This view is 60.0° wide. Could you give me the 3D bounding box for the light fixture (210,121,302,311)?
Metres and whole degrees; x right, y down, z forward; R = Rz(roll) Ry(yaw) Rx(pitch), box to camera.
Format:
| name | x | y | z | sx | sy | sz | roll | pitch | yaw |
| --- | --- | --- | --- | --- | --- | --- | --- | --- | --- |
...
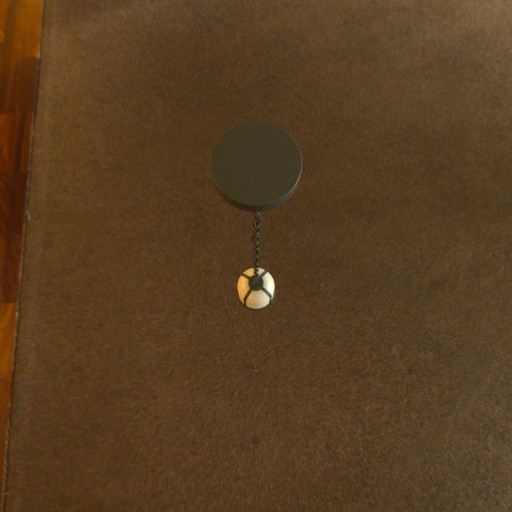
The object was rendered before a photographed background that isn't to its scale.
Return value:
| name | x | y | z | sx | sy | sz | roll | pitch | yaw |
| --- | --- | --- | --- | --- | --- | --- | --- | --- | --- |
| light fixture | 0.000 | 0.000 | 1.268 | 0.178 | 1.181 | 0.178 | 36 | 78 | 9 |
